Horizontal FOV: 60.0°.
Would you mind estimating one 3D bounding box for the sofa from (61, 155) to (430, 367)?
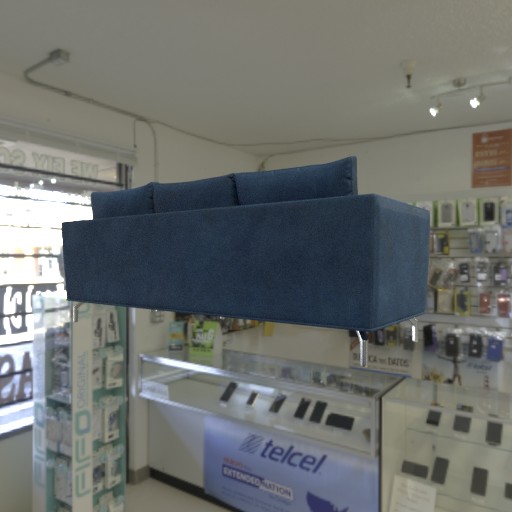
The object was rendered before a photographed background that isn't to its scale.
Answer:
[{"bbox_3d":[0.000,0.000,3.223,2.438,0.987,1.622,0,0,37],"label":"sofa"}]
